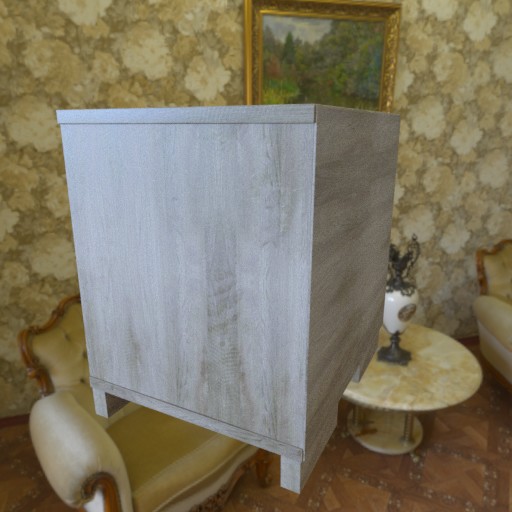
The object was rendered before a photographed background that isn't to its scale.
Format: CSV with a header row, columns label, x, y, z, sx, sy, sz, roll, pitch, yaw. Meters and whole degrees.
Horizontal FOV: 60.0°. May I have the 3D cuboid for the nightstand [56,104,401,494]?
label,x,y,z,sx,sy,sz,roll,pitch,yaw
nightstand,0.000,0.000,0.727,0.347,0.448,0.427,8,18,26
